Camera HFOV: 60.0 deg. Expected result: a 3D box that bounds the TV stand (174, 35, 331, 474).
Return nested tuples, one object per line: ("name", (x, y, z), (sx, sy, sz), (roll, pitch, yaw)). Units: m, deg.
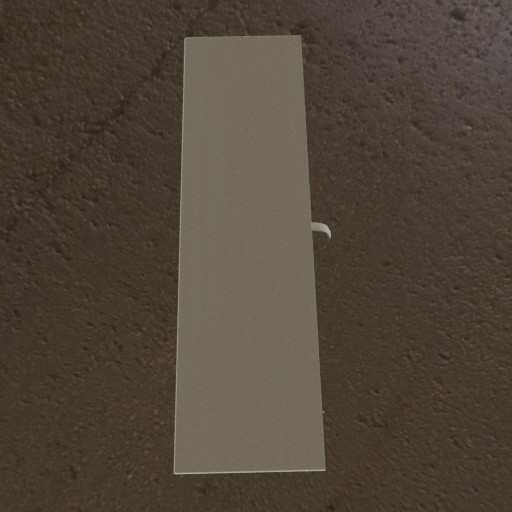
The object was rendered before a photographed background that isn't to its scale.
("TV stand", (0.000, 0.000, 1.463), (0.424, 0.624, 1.187), (-1, 75, 0))
